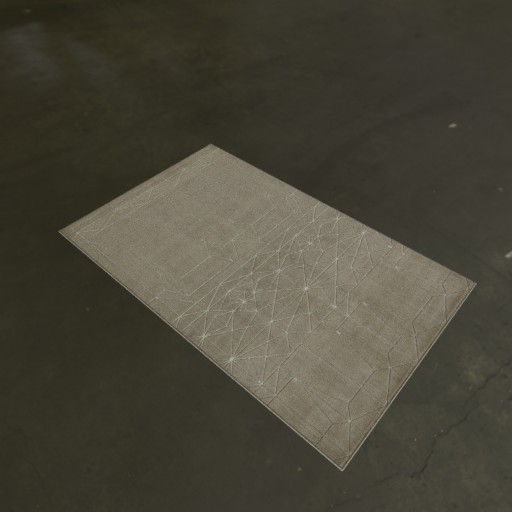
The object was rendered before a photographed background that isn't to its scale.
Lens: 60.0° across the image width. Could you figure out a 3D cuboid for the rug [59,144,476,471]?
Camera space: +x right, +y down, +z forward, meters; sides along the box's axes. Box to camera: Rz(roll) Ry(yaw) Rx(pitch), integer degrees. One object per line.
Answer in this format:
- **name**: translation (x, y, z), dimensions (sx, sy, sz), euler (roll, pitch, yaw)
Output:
- **rug**: translation (0.000, 0.000, 3.014), dimensions (2.438, 0.012, 1.524), euler (33, 55, 27)
